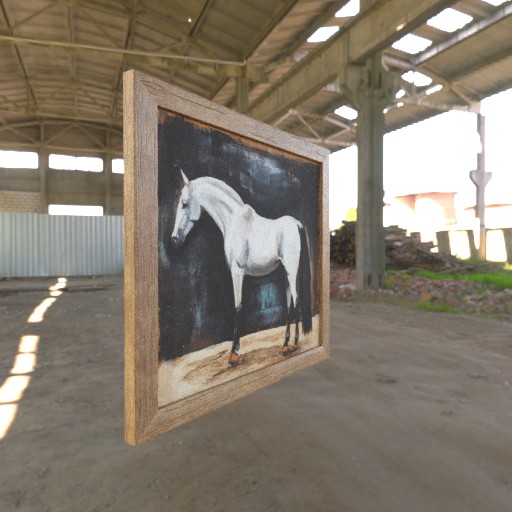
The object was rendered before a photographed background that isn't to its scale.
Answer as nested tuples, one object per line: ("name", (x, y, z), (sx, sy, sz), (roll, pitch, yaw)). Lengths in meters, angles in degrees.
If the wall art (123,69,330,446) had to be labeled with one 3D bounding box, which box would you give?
("wall art", (0.000, 0.000, 0.978), (0.026, 0.588, 0.690), (1, 1, 35))
